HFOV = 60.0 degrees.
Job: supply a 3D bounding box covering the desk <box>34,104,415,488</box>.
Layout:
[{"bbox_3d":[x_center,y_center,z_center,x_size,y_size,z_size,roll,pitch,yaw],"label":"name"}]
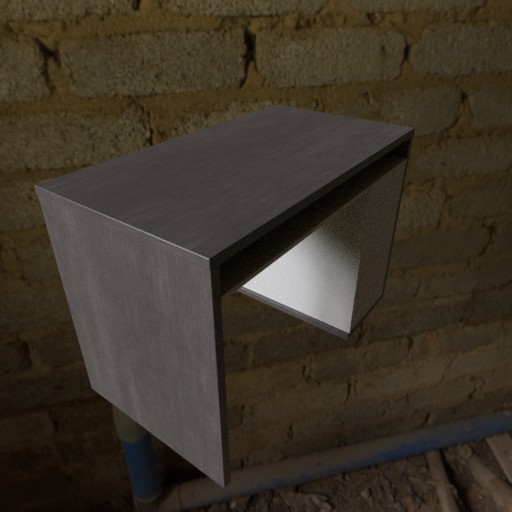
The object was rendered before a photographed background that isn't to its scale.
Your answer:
[{"bbox_3d":[0.000,0.000,1.554,0.600,0.750,1.100,21,38,31],"label":"desk"}]
